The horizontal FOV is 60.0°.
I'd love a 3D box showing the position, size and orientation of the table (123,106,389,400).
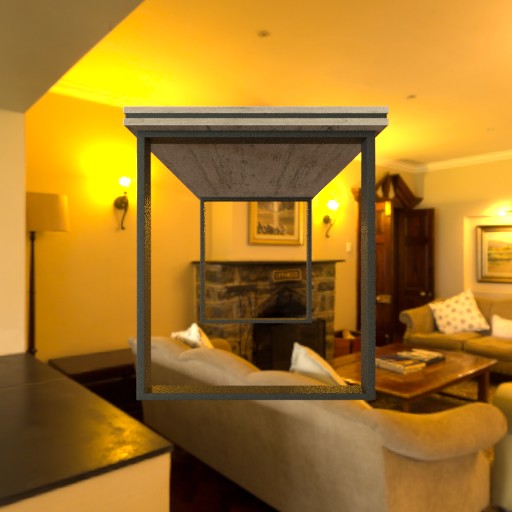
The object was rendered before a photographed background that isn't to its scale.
[{"bbox_3d":[0.000,0.000,2.216,0.795,0.899,1.778,0,0,0],"label":"table"}]
